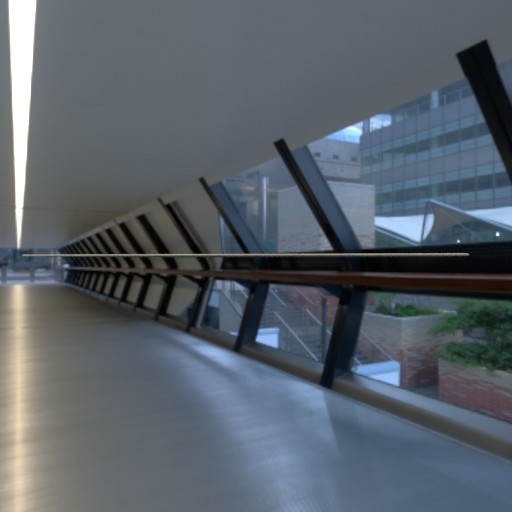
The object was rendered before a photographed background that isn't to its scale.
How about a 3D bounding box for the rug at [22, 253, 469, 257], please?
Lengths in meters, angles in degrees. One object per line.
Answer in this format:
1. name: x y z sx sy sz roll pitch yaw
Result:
1. rug: 0.000 0.000 2.313 1.828 0.007 1.220 0 0 16
